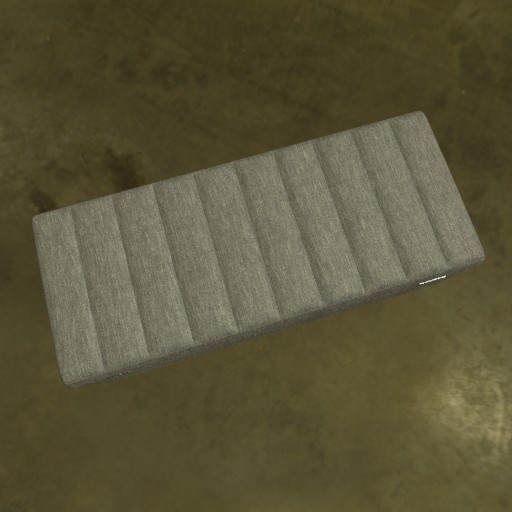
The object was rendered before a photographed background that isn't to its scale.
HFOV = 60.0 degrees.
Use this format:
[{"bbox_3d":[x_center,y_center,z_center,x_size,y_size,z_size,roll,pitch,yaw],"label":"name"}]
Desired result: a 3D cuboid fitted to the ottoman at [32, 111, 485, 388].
[{"bbox_3d":[0.000,0.000,1.382,1.151,0.469,0.482,-16,77,-4],"label":"ottoman"}]
